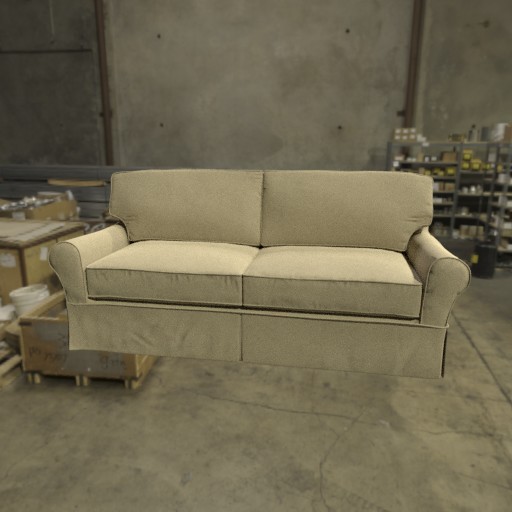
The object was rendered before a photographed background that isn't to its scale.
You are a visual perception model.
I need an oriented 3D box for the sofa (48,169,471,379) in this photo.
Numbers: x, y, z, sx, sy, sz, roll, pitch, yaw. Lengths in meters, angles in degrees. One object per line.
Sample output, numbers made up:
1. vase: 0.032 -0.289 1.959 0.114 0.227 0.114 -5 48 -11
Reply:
1. sofa: 0.000 0.000 2.719 2.246 1.014 0.900 2 14 10
